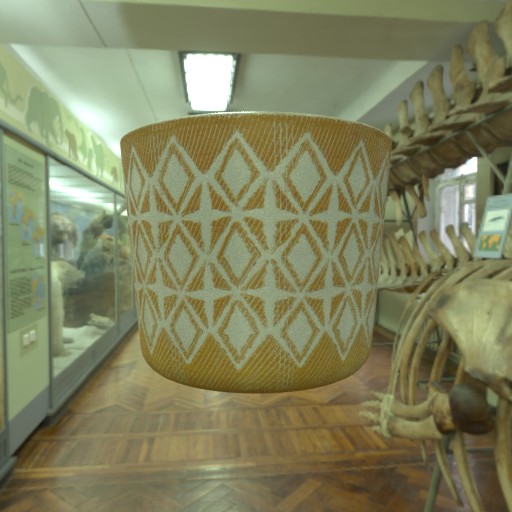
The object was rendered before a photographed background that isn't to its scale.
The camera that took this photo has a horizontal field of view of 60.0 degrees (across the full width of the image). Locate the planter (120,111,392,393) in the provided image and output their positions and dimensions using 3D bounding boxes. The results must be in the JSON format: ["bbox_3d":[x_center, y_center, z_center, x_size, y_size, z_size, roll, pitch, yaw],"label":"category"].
[{"bbox_3d":[0.000,0.000,0.217,0.126,0.104,0.126,0,2,0],"label":"planter"}]
